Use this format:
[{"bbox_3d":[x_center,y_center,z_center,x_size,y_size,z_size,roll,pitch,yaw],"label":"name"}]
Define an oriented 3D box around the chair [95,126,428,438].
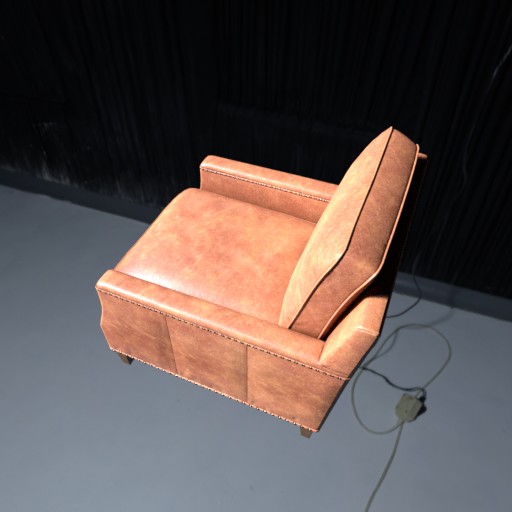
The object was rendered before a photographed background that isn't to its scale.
[{"bbox_3d":[0.000,0.000,1.718,1.014,0.943,0.853,17,49,16],"label":"chair"}]
